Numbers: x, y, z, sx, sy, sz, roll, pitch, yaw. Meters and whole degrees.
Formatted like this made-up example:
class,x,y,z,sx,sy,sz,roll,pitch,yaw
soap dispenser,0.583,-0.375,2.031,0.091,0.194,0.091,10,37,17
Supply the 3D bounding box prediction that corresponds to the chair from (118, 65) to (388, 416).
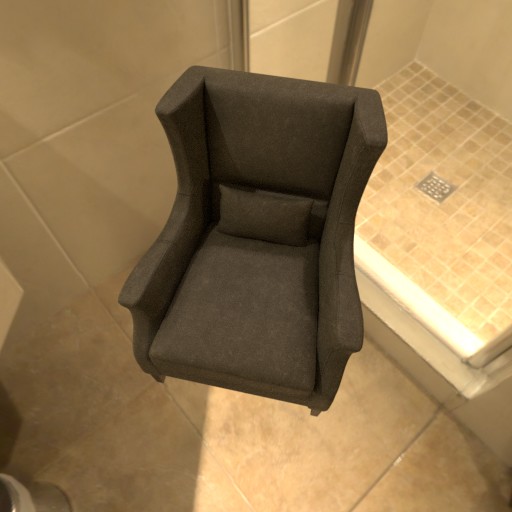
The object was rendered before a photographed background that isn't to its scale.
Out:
class,x,y,z,sx,sy,sz,roll,pitch,yaw
chair,0.000,0.000,1.729,0.853,1.016,0.926,10,59,6
